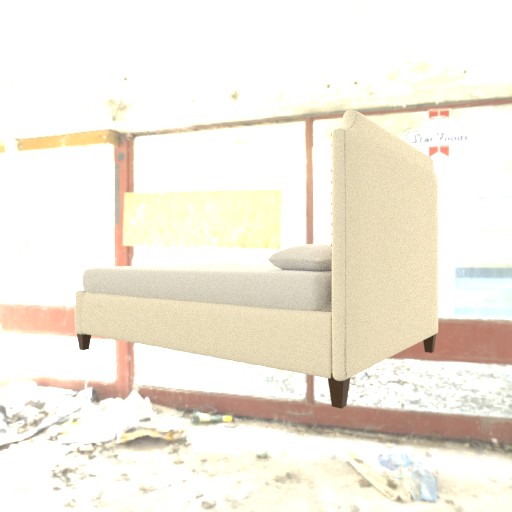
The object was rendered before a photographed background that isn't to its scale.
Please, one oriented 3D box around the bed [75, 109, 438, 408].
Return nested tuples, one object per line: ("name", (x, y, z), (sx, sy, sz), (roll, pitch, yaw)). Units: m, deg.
("bed", (0.000, 0.000, 3.493), (2.372, 1.497, 1.712), (0, 0, 37))
